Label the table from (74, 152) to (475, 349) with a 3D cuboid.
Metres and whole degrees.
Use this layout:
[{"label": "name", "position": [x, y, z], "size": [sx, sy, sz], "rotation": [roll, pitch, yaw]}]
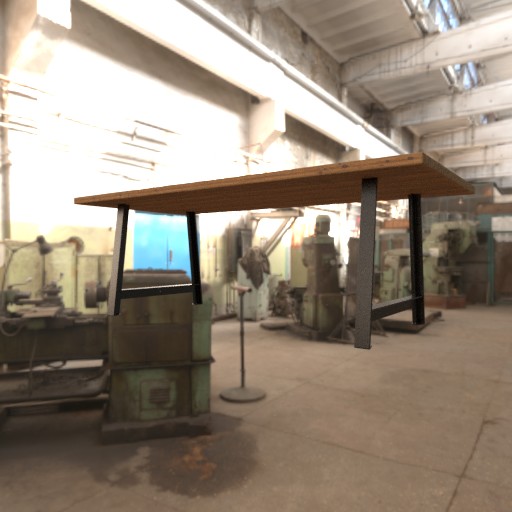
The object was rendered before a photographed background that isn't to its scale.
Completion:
[{"label": "table", "position": [0.000, 0.000, 2.638], "size": [2.200, 0.757, 1.000], "rotation": [0, 0, 36]}]
